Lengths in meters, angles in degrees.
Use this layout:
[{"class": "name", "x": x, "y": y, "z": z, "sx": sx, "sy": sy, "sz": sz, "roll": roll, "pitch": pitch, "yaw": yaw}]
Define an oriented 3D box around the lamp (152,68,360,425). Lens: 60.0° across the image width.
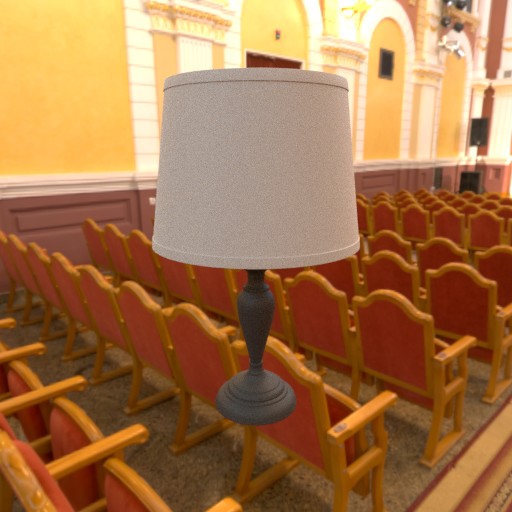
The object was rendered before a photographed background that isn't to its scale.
[{"class": "lamp", "x": 0.000, "y": 0.000, "z": 0.683, "sx": 0.310, "sy": 0.501, "sz": 0.310, "roll": 0, "pitch": 14, "yaw": 0}]
